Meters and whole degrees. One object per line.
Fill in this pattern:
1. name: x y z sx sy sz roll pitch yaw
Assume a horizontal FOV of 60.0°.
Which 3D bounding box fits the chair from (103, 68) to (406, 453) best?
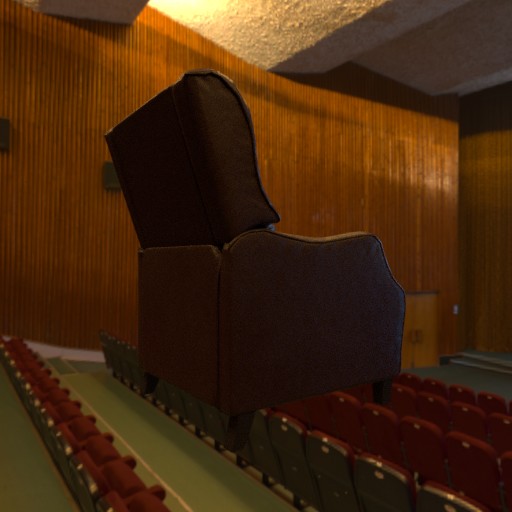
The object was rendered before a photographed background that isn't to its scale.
1. chair: 0.000 0.000 1.754 0.982 1.132 0.770 0 -1 -36
